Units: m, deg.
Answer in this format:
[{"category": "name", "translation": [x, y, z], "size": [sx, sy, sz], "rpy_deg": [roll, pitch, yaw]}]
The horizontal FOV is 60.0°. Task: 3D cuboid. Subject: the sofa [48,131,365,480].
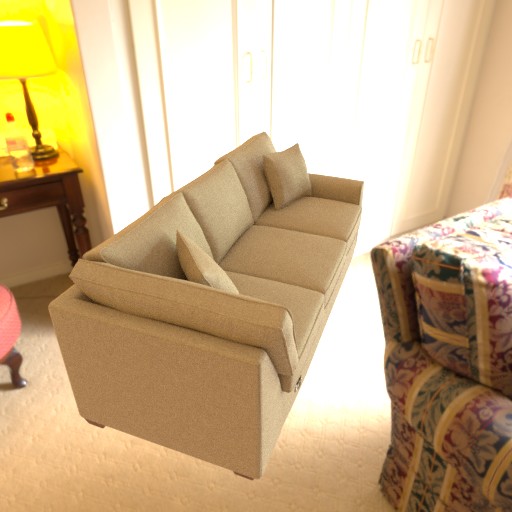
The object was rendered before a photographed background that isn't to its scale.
[{"category": "sofa", "translation": [0.000, 0.000, 2.796], "size": [1.061, 0.962, 2.317], "rpy_deg": [11, 32, 18]}]
